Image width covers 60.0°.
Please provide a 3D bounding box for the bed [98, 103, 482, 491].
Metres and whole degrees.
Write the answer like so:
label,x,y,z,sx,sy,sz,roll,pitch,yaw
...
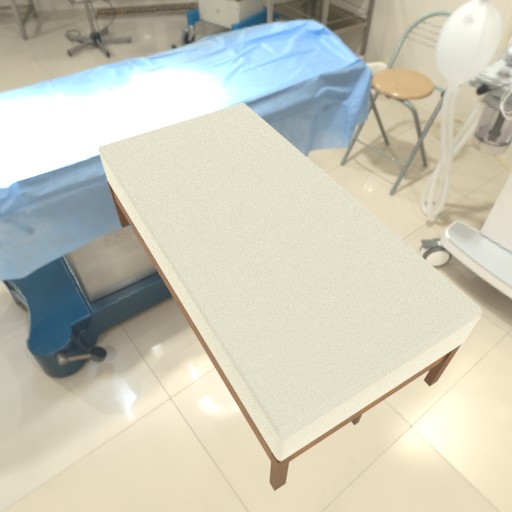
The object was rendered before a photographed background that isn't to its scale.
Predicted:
label,x,y,z,sx,sy,sz,roll,pitch,yaw
bed,0.000,0.000,2.343,0.961,0.616,1.902,-24,52,-20
